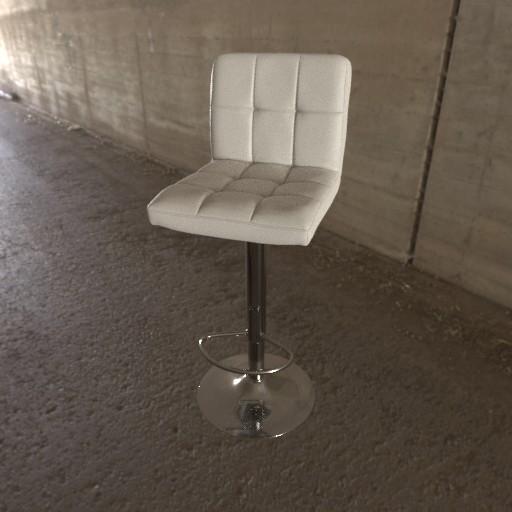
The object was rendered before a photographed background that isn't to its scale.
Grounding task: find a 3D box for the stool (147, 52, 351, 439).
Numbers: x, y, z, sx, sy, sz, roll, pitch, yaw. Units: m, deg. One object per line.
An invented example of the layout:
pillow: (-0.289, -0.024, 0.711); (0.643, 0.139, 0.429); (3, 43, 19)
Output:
stool: (0.000, 0.000, 1.358); (0.430, 1.115, 0.505); (9, 28, 16)
